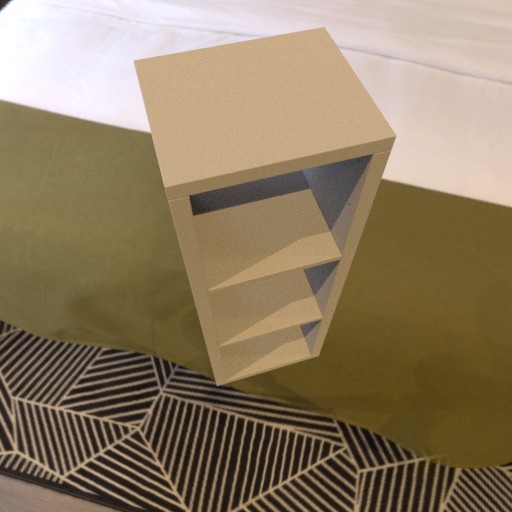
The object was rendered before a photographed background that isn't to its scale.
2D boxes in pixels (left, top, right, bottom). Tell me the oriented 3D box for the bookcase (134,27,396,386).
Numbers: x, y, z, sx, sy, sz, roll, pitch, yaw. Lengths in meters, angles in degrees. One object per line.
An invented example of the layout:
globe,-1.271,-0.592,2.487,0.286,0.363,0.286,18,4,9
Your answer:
bookcase,0.000,0.000,1.248,0.390,1.080,0.330,-14,59,-9
